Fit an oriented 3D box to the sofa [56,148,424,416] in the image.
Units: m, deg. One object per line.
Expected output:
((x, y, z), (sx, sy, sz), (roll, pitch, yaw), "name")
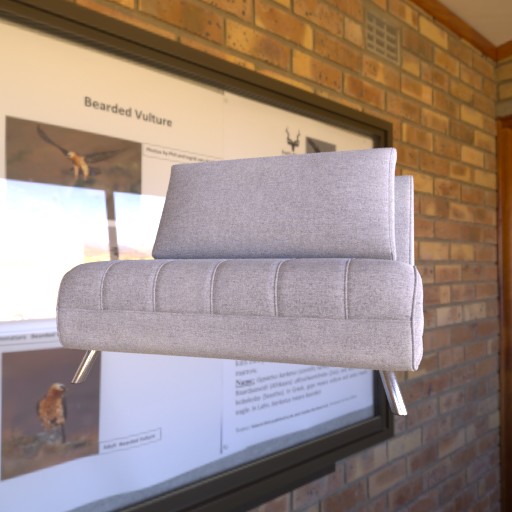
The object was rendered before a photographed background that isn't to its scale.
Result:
((0.000, 0.000, 1.780), (1.220, 0.910, 0.910), (0, -1, 18), "sofa")
